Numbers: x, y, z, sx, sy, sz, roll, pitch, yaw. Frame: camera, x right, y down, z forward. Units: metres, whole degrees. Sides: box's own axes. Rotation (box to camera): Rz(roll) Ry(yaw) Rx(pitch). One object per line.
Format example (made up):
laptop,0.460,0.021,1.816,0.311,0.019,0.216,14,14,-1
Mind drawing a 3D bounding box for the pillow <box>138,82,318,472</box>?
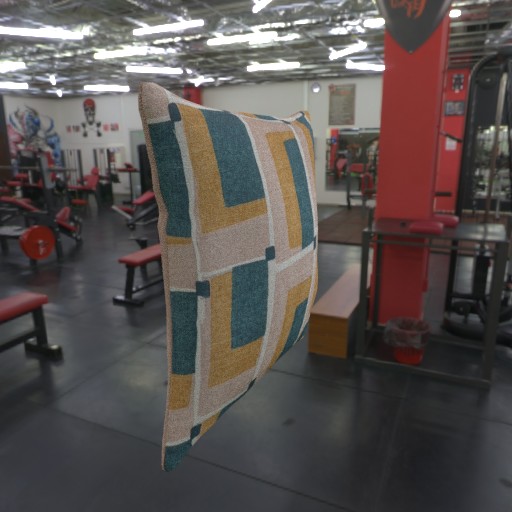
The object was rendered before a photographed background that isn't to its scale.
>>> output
pillow,0.000,0.000,0.718,0.158,0.479,0.478,7,16,27
